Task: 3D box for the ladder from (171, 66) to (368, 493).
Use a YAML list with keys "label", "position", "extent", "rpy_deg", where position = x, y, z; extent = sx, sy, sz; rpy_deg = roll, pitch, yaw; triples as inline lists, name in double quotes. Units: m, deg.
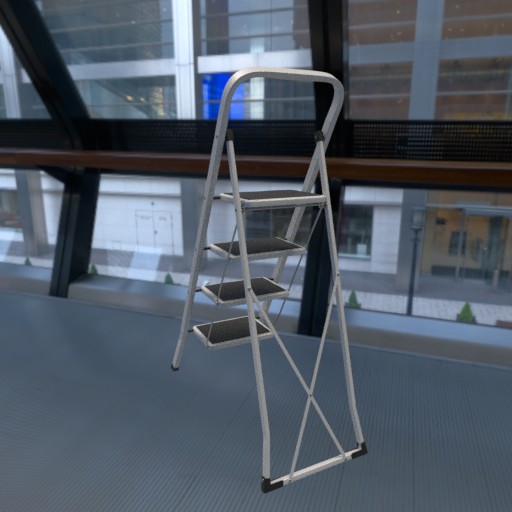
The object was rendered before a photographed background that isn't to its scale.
- label: "ladder"
  position: [0.000, 0.000, 1.690]
  extent: [0.460, 1.265, 0.914]
  rpy_deg: [-7, 16, -26]
